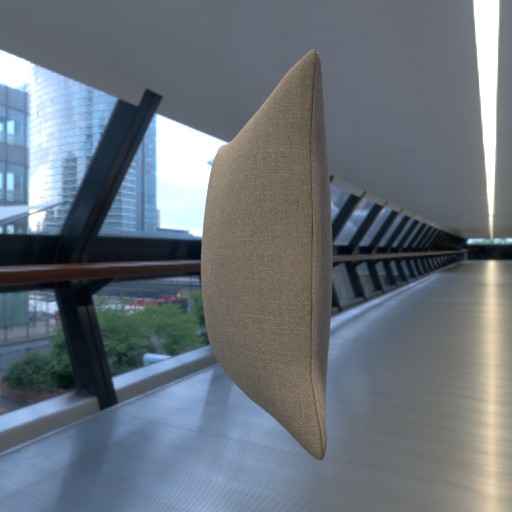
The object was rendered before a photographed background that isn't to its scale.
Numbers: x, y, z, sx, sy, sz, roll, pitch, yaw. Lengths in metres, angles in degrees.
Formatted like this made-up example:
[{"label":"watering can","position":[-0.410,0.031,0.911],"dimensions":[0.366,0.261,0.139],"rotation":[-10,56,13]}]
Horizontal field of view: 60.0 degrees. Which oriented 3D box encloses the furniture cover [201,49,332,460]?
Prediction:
[{"label":"furniture cover","position":[0.000,0.000,0.782],"dimensions":[0.178,0.506,0.512],"rotation":[0,-1,-18]}]
